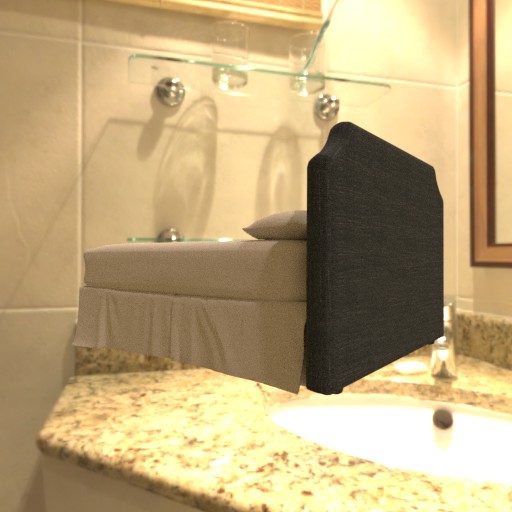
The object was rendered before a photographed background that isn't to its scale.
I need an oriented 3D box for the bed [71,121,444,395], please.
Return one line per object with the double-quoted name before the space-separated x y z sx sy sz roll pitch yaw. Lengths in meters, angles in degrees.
"bed" 0.000 0.000 3.304 2.208 1.297 1.828 0 0 38
